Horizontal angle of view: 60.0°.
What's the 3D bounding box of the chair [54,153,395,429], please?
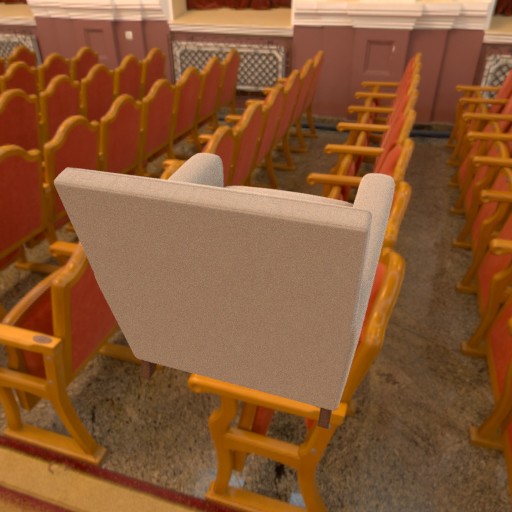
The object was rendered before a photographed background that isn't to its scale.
[{"bbox_3d":[0.000,0.000,1.552,0.840,0.846,0.871,10,34,16],"label":"chair"}]
